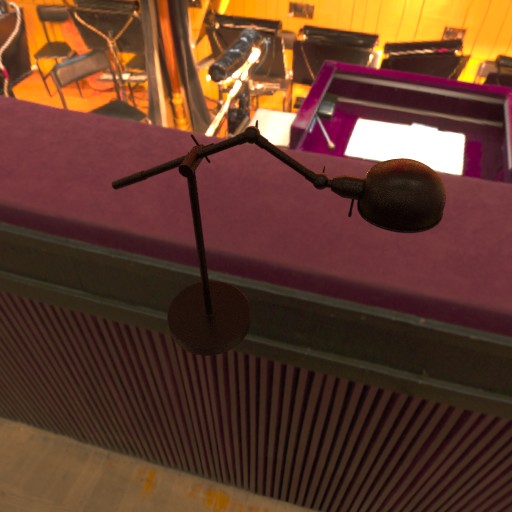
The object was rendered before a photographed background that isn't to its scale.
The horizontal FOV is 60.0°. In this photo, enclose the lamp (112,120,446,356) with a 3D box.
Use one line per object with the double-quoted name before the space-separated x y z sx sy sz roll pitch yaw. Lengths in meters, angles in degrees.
"lamp" 0.000 0.000 0.812 0.567 0.495 0.185 12 48 11
